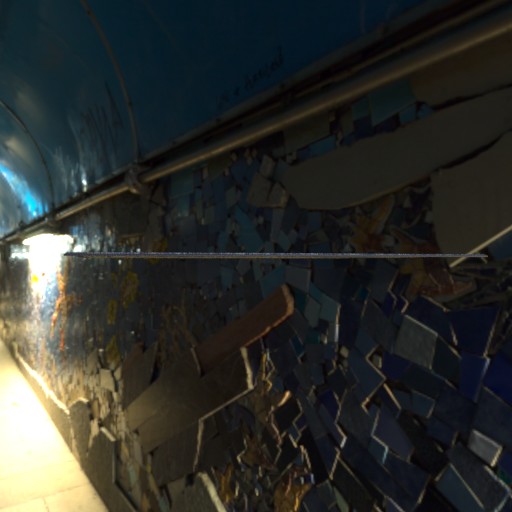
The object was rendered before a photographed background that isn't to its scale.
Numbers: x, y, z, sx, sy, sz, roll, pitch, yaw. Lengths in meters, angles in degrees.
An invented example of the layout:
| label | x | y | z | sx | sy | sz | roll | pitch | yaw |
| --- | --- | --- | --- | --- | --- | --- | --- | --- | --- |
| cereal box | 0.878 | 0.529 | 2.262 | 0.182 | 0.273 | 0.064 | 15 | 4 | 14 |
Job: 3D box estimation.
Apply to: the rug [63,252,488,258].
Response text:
| label | x | y | z | sx | sy | sz | roll | pitch | yaw |
| --- | --- | --- | --- | --- | --- | --- | --- | --- | --- |
| rug | 0.000 | 0.000 | 4.796 | 3.612 | 0.035 | 2.716 | 0 | -1 | -19 |
